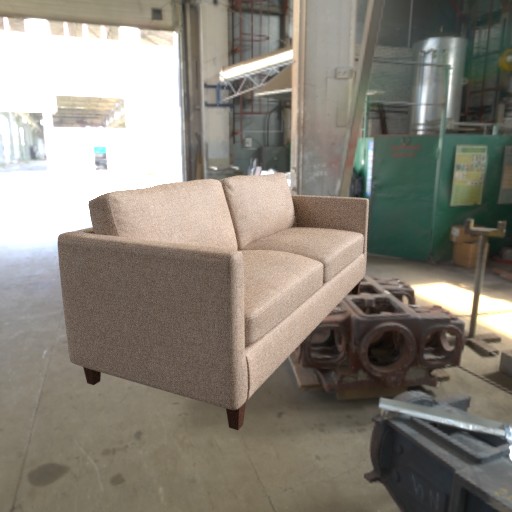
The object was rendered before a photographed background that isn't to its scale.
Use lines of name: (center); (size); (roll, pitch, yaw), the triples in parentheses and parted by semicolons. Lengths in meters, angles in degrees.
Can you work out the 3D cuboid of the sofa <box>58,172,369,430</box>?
sofa: (0.000, 0.000, 2.792); (0.951, 0.965, 2.208); (7, 15, 26)
